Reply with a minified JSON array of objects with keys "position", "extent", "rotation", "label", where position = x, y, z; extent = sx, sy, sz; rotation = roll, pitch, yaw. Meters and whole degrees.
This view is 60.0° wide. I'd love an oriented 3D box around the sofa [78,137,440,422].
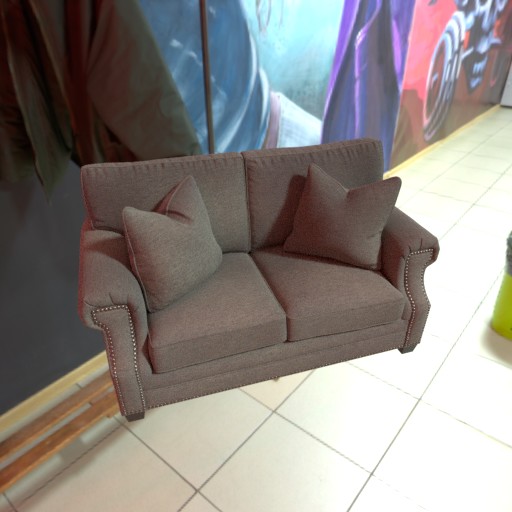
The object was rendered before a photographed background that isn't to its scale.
[{"position":[0.000,0.000,2.296],"extent":[1.701,0.966,0.966],"rotation":[-9,32,-15],"label":"sofa"}]
